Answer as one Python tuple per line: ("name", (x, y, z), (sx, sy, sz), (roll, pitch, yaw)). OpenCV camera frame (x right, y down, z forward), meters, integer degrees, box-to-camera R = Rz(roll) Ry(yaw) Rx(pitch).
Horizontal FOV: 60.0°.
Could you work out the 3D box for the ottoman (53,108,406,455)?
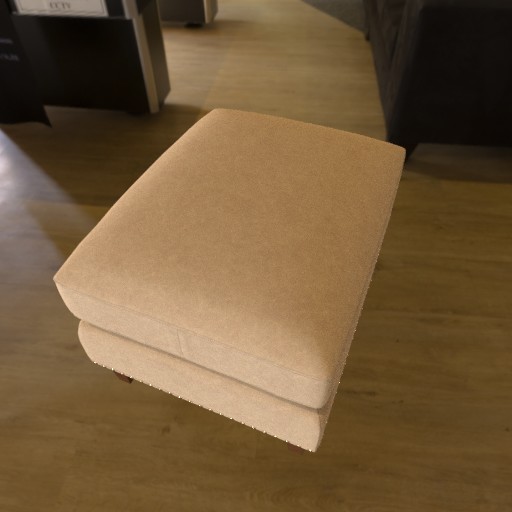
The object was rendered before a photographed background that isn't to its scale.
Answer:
("ottoman", (0.000, 0.000, 1.144), (0.584, 0.513, 0.741), (17, 49, 15))
